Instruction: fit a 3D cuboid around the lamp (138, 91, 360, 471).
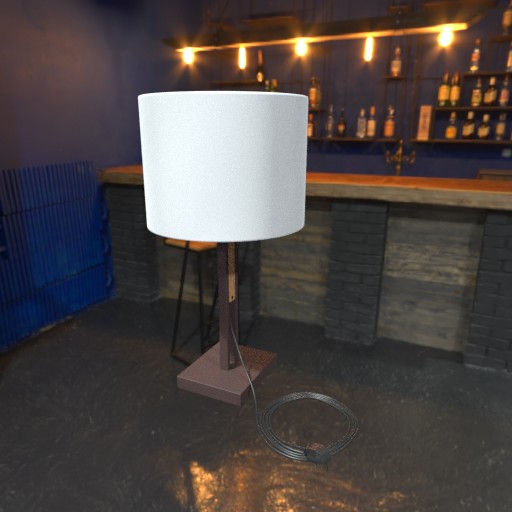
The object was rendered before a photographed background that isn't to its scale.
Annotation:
[{"bbox_3d":[0.000,0.000,0.981,0.525,0.668,0.396,8,18,25],"label":"lamp"}]
